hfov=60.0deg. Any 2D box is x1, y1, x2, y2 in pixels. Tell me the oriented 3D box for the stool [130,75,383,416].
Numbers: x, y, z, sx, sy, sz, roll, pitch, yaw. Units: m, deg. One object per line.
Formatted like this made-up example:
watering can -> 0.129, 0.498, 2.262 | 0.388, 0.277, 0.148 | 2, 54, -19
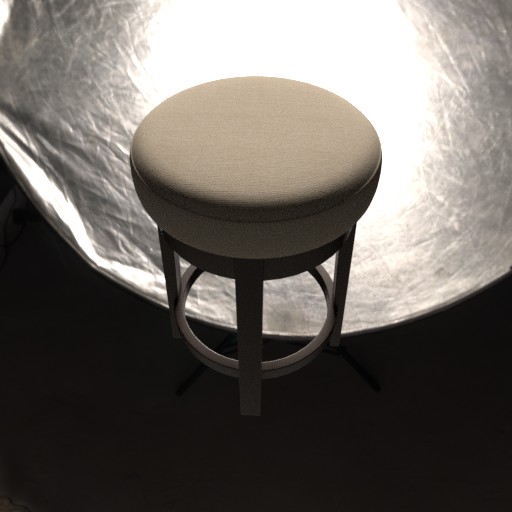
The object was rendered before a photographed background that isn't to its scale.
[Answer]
stool -> 0.000, 0.000, 0.972 | 0.449, 0.655, 0.449 | 0, 48, 0
